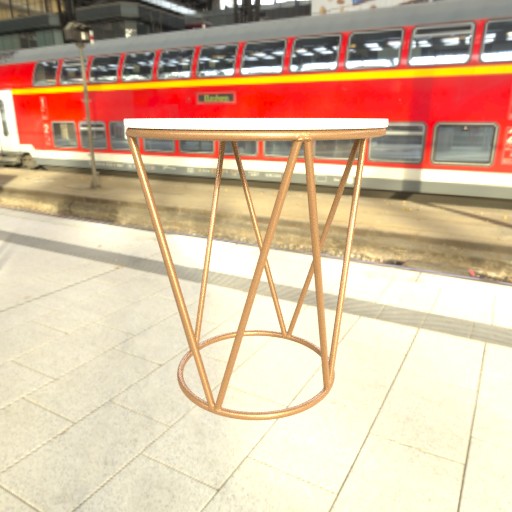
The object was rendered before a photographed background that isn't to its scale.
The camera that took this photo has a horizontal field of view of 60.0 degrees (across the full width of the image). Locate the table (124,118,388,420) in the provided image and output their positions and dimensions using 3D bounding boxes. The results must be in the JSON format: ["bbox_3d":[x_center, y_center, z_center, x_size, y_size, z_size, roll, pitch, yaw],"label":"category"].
[{"bbox_3d":[0.000,0.000,0.954,0.500,0.564,0.500,0,17,0],"label":"table"}]
